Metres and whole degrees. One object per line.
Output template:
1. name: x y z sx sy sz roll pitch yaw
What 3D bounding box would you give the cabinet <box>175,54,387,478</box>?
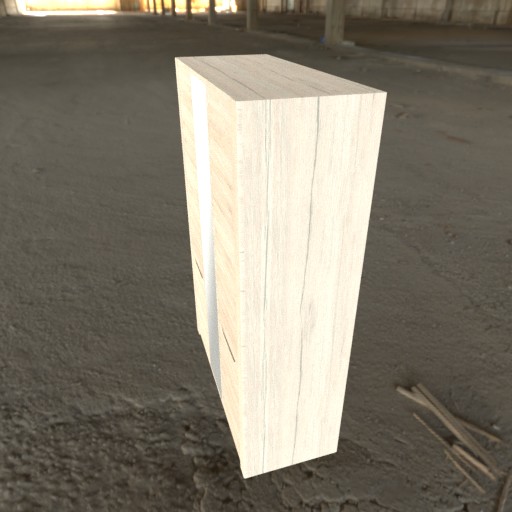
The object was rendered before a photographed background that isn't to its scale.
1. cabinet: 0.000 0.000 2.662 0.580 2.070 1.400 -9 31 -15
